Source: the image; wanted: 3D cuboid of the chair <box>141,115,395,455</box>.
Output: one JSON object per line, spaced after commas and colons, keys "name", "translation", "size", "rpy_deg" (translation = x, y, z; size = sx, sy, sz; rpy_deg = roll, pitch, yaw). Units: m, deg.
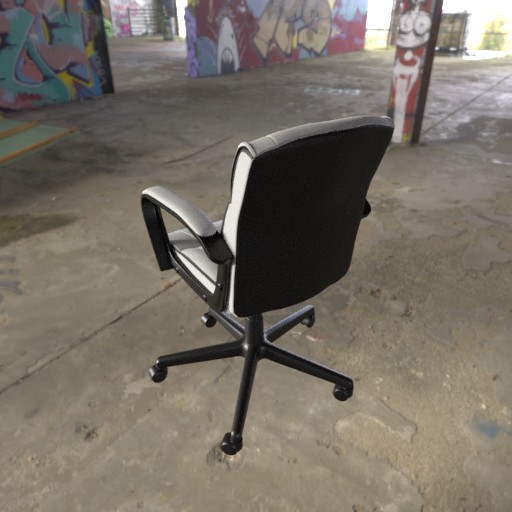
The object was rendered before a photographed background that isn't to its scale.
{"name": "chair", "translation": [0.000, 0.000, 1.473], "size": [0.739, 1.004, 0.717], "rpy_deg": [-18, 34, -29]}
